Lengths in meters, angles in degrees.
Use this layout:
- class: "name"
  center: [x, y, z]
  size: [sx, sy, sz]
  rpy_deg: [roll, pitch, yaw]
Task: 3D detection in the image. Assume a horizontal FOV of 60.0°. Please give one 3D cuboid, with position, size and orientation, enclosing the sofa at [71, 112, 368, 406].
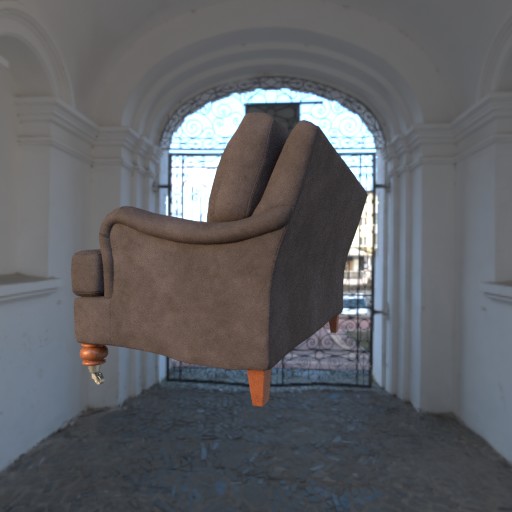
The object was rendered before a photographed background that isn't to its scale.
- class: "sofa"
  center: [0.000, 0.000, 2.535]
  size: [1.084, 1.101, 1.853]
  rpy_deg: [0, 0, 20]
